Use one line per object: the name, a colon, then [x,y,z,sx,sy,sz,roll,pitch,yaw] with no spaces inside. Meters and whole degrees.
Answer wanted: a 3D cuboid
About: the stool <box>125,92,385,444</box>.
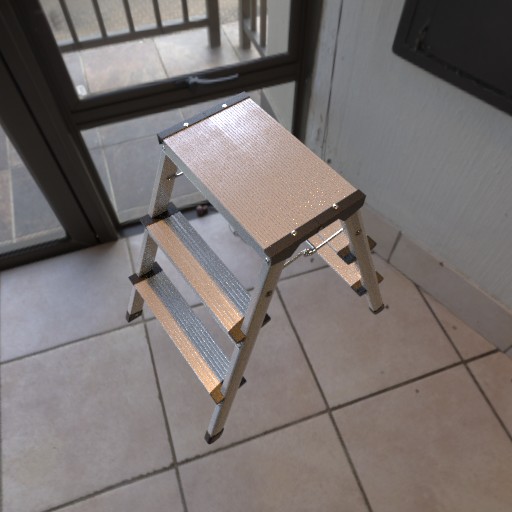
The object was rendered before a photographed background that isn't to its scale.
stool: [0.000,0.000,1.036,0.622,0.605,0.437,-33,63,-19]
